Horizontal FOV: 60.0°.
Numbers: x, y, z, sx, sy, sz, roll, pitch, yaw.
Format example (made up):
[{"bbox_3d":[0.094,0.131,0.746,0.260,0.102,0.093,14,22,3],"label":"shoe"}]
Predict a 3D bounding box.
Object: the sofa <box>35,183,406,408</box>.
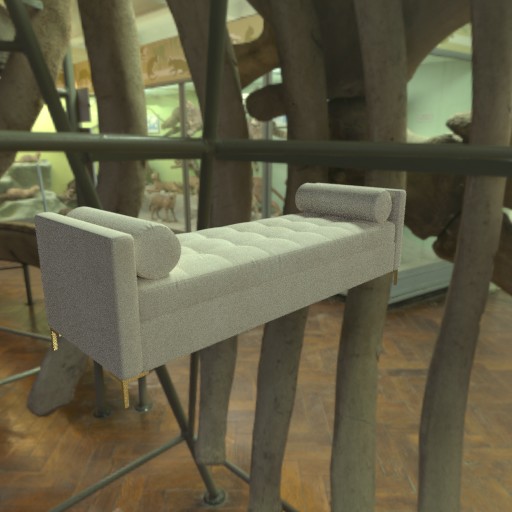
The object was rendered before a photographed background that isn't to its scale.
[{"bbox_3d":[0.000,0.000,2.387,0.686,0.635,1.981,14,20,43],"label":"sofa"}]
